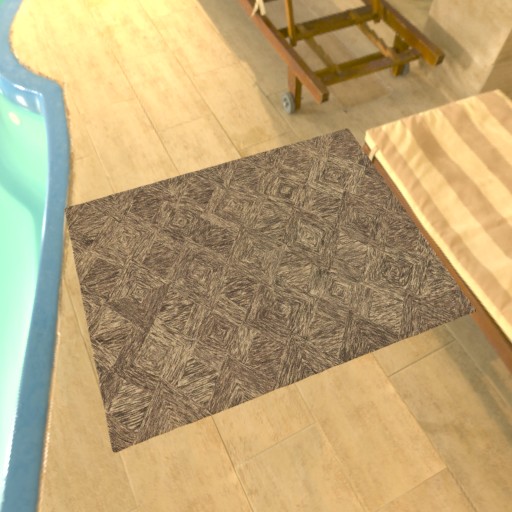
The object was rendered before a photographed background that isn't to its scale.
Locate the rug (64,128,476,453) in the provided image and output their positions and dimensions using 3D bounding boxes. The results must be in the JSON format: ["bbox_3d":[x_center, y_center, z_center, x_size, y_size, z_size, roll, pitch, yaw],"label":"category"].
[{"bbox_3d":[0.000,0.000,4.166,3.204,0.017,2.448,-18,60,-11],"label":"rug"}]
